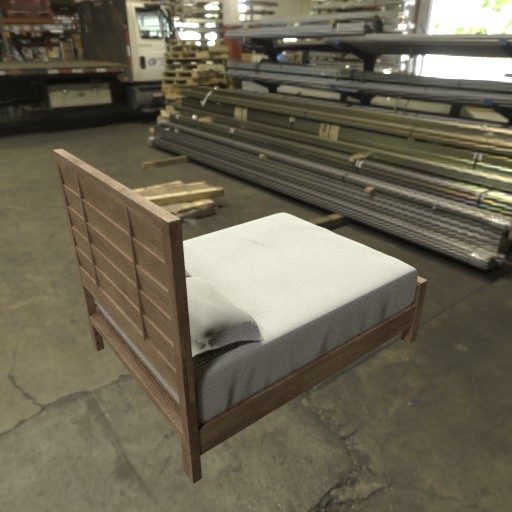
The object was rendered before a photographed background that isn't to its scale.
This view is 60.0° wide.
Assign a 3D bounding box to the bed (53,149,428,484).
[{"bbox_3d":[0.000,0.000,3.366,2.197,1.626,1.626,-19,32,-33],"label":"bed"}]
